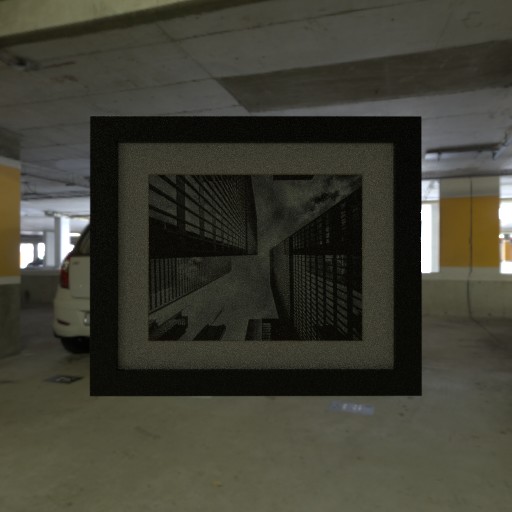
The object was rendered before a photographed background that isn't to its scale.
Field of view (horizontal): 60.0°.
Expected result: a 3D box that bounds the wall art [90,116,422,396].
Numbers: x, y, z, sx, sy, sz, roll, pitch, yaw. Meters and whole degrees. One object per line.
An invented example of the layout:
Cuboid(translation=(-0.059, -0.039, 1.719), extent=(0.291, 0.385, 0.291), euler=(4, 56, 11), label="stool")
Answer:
Cuboid(translation=(0.000, 0.000, 0.522), extent=(0.381, 0.321, 0.028), euler=(0, 0, 0), label="wall art")
